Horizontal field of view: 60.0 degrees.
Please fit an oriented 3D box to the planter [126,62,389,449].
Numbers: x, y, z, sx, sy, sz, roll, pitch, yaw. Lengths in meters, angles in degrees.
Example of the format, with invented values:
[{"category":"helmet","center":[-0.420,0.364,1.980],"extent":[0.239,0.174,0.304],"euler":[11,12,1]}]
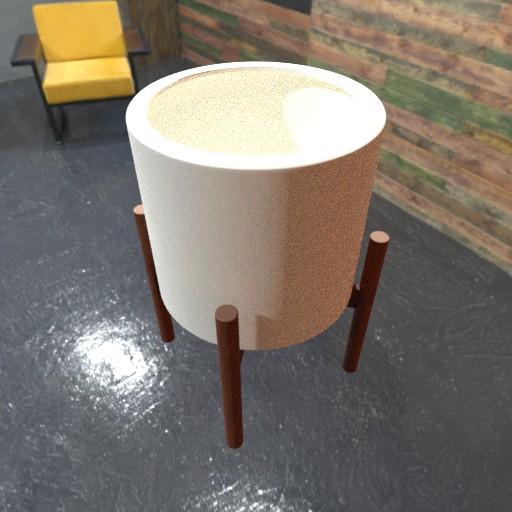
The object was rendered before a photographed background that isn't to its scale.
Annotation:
[{"category":"planter","center":[0.000,0.000,0.505],"extent":[0.224,0.358,0.224],"euler":[-24,46,-25]}]
